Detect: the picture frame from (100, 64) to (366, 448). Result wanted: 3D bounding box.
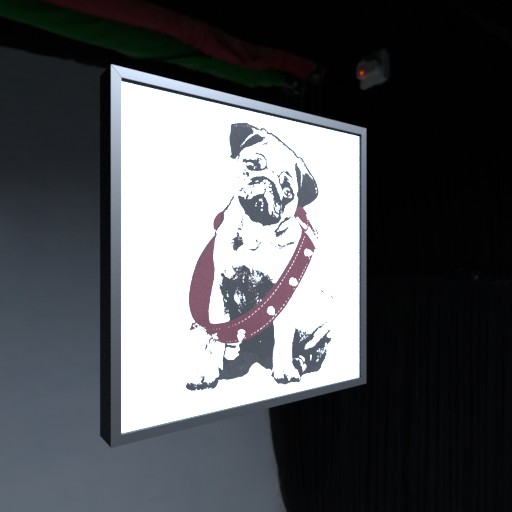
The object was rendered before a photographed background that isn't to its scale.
[{"bbox_3d":[0.000,0.000,0.471,0.317,0.317,0.030,0,0,-36],"label":"picture frame"}]
